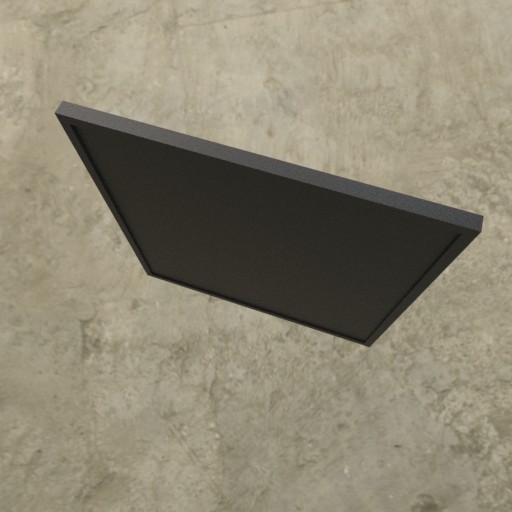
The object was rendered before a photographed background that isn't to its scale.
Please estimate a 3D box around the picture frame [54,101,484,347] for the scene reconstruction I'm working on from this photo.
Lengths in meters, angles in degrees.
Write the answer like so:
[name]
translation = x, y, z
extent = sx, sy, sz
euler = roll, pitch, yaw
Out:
[picture frame]
translation = 0.000, 0.000, 1.121
extent = 0.775, 0.775, 0.032
euler = 17, 66, 8
